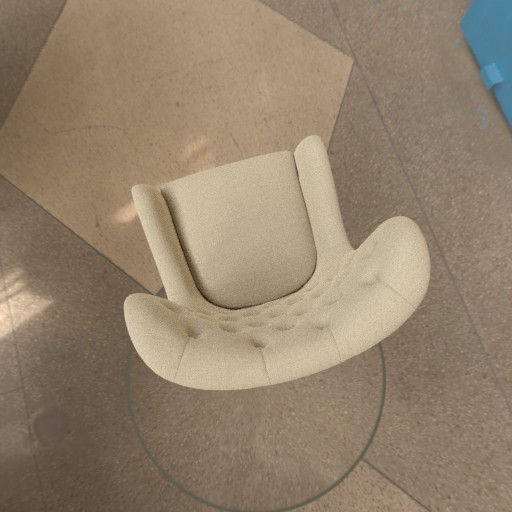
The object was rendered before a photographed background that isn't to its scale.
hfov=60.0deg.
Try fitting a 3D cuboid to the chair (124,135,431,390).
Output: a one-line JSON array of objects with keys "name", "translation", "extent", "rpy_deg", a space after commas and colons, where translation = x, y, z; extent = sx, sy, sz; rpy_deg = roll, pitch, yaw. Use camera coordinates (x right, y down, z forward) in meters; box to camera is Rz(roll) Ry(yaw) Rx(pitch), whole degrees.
[{"name": "chair", "translation": [0.000, 0.000, 1.723], "extent": [0.831, 1.079, 0.929], "rpy_deg": [-16, 76, -4]}]
